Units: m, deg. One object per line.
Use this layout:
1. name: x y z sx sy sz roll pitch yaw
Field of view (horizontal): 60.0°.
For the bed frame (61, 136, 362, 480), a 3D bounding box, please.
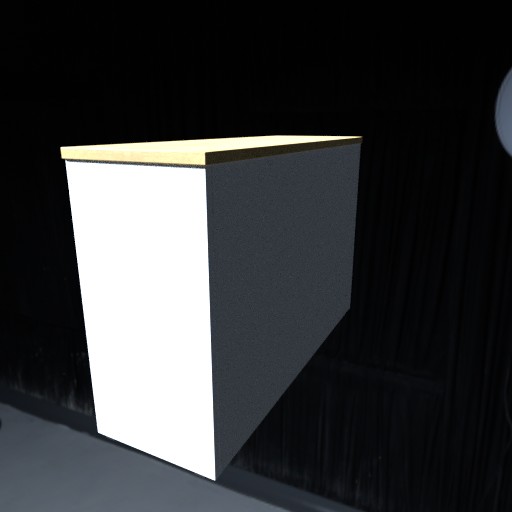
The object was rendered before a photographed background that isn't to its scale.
1. bed frame: 0.000 0.000 1.685 0.430 0.850 1.300 8 18 26
